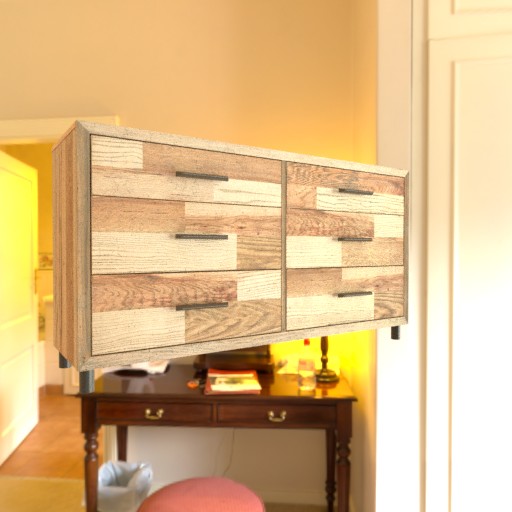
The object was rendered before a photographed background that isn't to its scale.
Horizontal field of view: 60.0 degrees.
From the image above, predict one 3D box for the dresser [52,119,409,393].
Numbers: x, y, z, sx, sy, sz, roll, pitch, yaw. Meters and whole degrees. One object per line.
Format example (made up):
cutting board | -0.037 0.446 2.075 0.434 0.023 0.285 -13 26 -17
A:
dresser | 0.000 0.000 1.920 1.547 0.834 0.487 -1 1 -34
